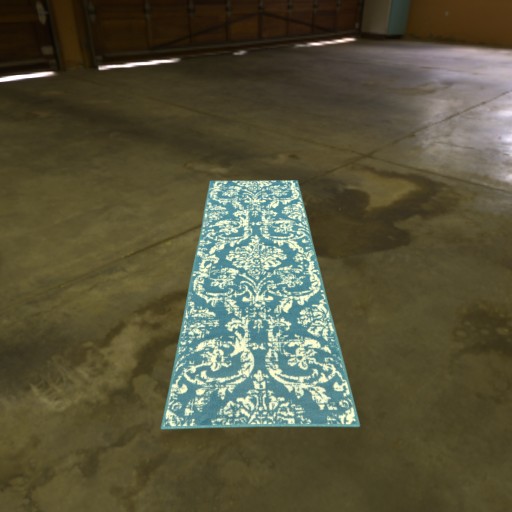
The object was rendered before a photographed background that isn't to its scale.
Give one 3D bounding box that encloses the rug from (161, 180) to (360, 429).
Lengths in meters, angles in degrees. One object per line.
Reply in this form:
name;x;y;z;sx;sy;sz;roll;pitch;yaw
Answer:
rug;0.000;0.000;2.404;0.662;0.011;2.196;0;31;-1
